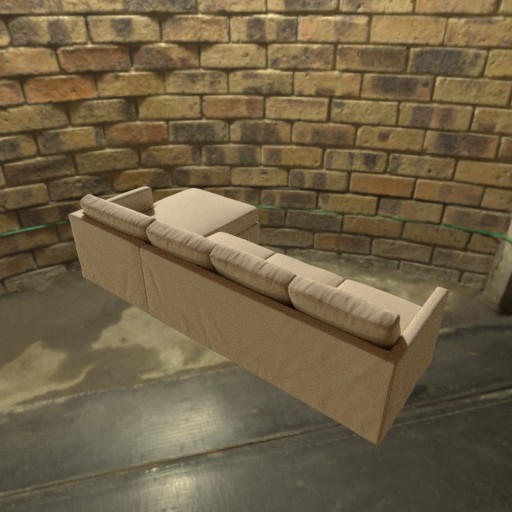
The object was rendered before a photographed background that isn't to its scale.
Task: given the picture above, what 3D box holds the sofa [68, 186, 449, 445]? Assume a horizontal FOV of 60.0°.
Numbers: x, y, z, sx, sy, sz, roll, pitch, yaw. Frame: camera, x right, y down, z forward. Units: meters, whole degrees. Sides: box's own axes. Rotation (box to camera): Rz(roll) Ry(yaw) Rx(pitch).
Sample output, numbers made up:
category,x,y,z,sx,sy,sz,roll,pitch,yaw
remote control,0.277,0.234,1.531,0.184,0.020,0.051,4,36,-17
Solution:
category,x,y,z,sx,sy,sz,roll,pitch,yaw
sofa,0.000,0.000,3.928,3.206,0.871,1.622,21,37,32
